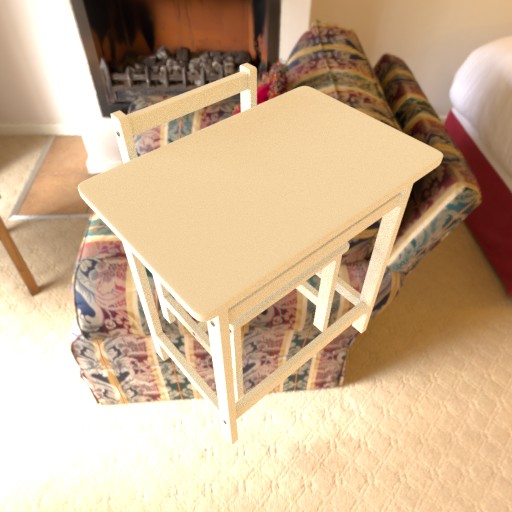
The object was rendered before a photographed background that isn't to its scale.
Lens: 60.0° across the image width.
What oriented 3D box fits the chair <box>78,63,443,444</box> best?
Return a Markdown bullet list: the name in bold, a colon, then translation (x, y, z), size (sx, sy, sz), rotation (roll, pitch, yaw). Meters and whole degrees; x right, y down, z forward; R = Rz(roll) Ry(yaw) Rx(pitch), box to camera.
- **chair**: translation (0.000, 0.000, 1.055), size (0.599, 0.673, 0.461), rotation (-32, 55, -27)
